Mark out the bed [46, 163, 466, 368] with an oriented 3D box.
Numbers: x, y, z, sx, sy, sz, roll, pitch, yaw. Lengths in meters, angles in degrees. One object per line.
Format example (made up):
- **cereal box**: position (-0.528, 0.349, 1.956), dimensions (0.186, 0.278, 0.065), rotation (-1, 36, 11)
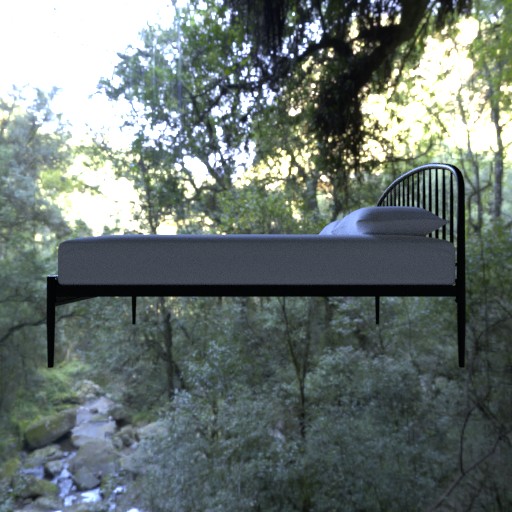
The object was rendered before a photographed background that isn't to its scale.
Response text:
- **bed**: position (0.000, 0.000, 3.077), dimensions (2.159, 1.166, 1.618), rotation (0, -1, 0)
